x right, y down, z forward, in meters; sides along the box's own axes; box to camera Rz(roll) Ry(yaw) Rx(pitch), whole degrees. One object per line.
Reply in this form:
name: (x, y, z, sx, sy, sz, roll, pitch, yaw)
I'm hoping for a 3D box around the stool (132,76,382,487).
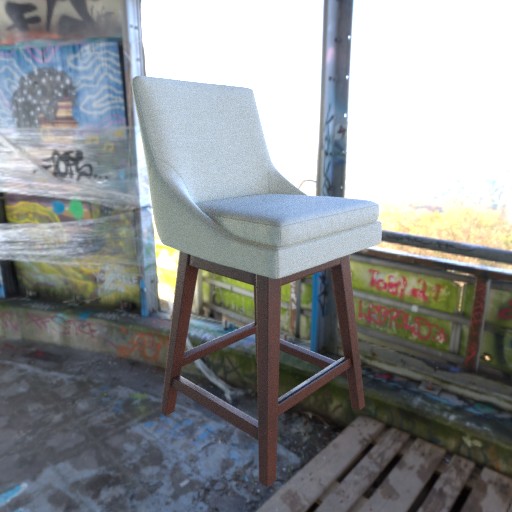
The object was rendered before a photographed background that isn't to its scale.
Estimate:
stool: (0.000, 0.000, 1.291, 0.559, 0.991, 0.469, 14, 20, 41)
